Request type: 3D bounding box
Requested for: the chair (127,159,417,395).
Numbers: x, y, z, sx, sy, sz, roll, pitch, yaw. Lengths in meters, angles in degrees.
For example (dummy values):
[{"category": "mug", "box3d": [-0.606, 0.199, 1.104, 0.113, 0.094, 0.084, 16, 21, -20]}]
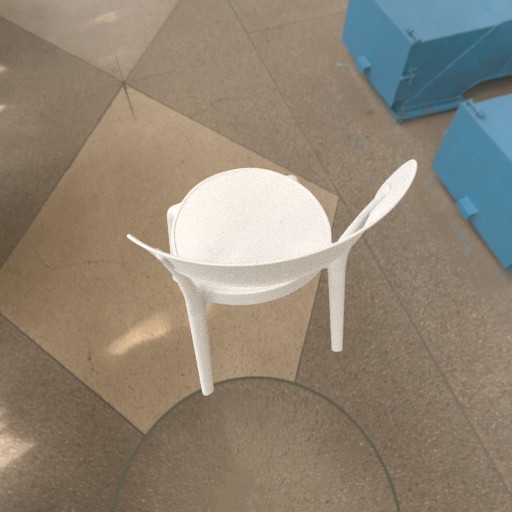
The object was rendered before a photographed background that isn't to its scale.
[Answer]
[{"category": "chair", "box3d": [0.000, 0.000, 1.119, 0.506, 0.790, 0.491, -16, 60, -9]}]
